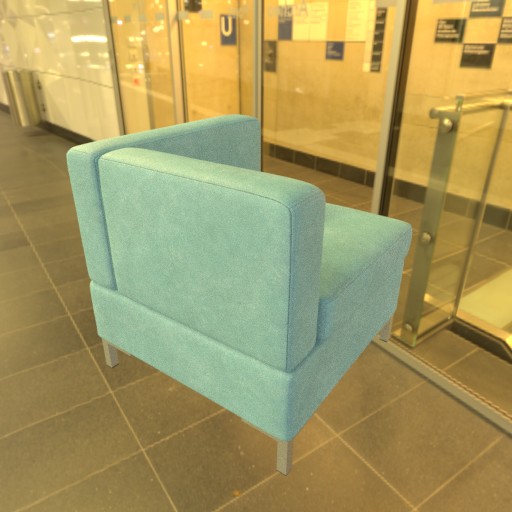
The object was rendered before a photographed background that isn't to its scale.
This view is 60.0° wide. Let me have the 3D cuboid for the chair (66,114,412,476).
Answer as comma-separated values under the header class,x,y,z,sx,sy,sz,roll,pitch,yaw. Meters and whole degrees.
class,x,y,z,sx,sy,sz,roll,pitch,yaw
chair,0.000,0.000,1.249,0.680,0.660,0.680,18,32,32
